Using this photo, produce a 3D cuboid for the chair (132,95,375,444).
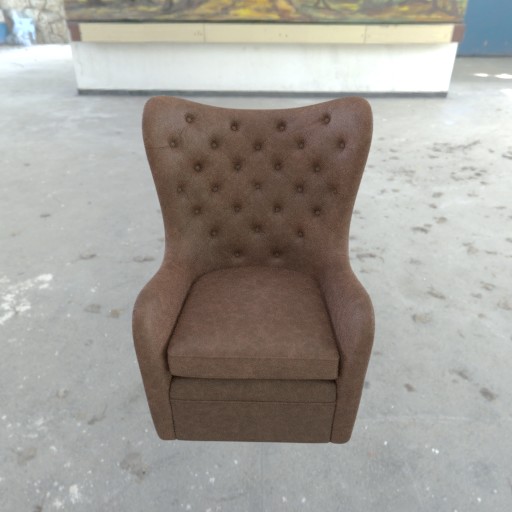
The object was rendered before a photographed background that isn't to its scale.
[{"bbox_3d":[0.000,0.000,1.712,0.831,1.079,0.930,1,31,1],"label":"chair"}]
